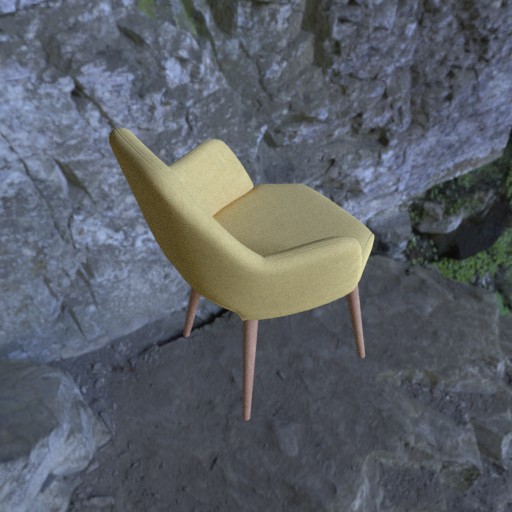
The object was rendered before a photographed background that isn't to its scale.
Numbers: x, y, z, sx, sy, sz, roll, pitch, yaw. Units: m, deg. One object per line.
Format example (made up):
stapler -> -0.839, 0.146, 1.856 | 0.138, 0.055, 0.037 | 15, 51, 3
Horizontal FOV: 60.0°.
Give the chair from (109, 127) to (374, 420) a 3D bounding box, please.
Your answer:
chair -> 0.000, 0.000, 1.237 | 0.610, 0.840, 0.590 | -25, 47, -25
